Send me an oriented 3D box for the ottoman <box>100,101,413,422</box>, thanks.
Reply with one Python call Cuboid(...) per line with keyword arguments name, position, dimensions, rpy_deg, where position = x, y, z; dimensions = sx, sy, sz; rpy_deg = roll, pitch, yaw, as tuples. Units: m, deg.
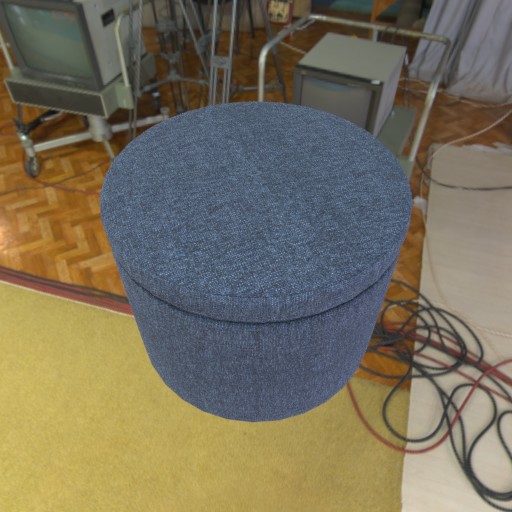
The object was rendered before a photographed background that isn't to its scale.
Cuboid(name="ottoman", position=(0.000, 0.000, 0.857), dimensions=(0.500, 0.419, 0.500), rpy_deg=(0, 47, 0))
